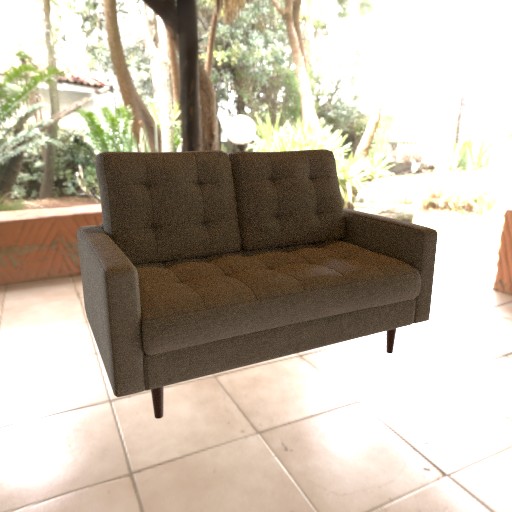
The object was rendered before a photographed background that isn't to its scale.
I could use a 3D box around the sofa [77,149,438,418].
[{"bbox_3d":[0.000,0.000,1.978,1.407,0.907,0.842,-7,17,-26],"label":"sofa"}]
